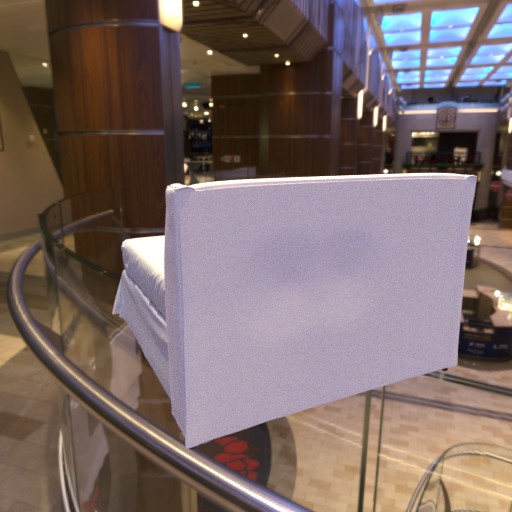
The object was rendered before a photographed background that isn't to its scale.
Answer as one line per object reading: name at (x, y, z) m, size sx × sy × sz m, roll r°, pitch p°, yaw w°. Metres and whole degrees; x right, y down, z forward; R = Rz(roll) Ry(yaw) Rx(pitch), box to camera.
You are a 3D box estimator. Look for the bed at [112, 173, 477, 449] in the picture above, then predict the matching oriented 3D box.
bed at (0.000, 0.000, 3.411) m, size 1.925 × 1.332 × 2.276 m, roll -7°, pitch 15°, yaw -26°
